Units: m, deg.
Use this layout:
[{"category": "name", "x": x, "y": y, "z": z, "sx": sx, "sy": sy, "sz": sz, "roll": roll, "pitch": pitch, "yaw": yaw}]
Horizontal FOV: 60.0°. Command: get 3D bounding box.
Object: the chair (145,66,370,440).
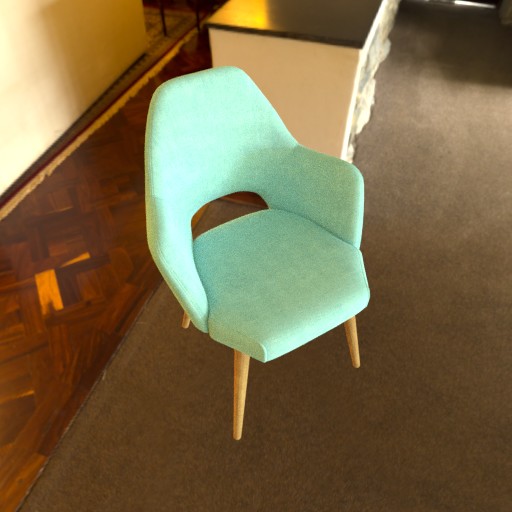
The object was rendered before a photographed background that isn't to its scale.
[{"category": "chair", "x": 0.000, "y": 0.000, "z": 1.261, "sx": 0.590, "sy": 0.840, "sz": 0.610, "roll": -24, "pitch": 51, "yaw": -21}]
